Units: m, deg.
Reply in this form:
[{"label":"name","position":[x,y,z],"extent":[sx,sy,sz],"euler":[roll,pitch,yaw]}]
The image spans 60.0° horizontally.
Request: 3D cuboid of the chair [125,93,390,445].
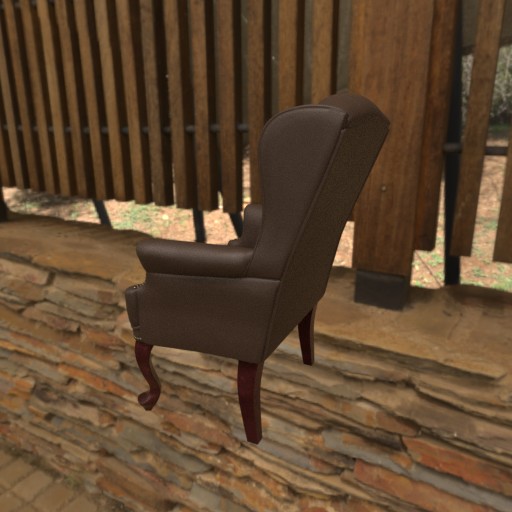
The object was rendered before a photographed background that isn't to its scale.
[{"label":"chair","position":[0.000,0.000,1.670],"extent":[0.819,1.132,0.829],"euler":[7,18,24]}]
